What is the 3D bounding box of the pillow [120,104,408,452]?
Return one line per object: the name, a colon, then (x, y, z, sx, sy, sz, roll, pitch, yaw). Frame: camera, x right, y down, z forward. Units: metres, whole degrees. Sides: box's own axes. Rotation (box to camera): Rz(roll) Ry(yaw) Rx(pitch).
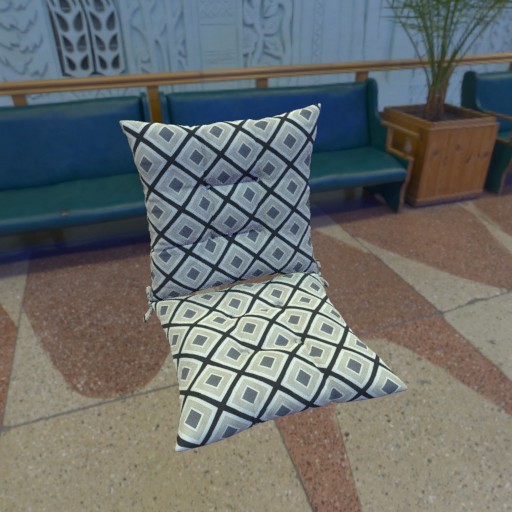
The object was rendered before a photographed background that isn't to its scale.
pillow: (0.000, 0.000, 1.015, 0.541, 0.536, 0.585, -9, 33, -15)
